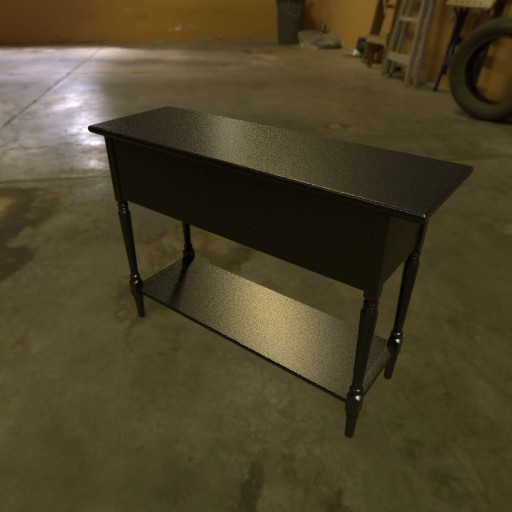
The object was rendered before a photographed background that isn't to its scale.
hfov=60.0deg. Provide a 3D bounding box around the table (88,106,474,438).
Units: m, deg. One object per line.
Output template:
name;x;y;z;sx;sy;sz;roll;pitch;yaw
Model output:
table;0.000;0.000;1.585;1.191;0.819;0.386;21;37;31
